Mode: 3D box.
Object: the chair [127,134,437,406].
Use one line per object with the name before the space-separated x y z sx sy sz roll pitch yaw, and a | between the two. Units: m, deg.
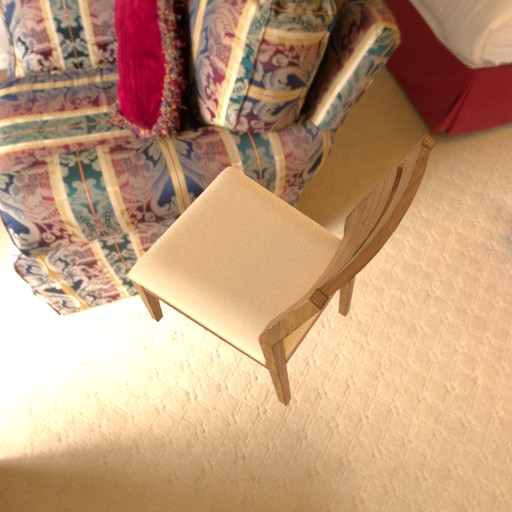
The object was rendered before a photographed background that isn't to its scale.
chair | 0.000 0.000 1.261 0.610 0.939 0.497 33 67 16
